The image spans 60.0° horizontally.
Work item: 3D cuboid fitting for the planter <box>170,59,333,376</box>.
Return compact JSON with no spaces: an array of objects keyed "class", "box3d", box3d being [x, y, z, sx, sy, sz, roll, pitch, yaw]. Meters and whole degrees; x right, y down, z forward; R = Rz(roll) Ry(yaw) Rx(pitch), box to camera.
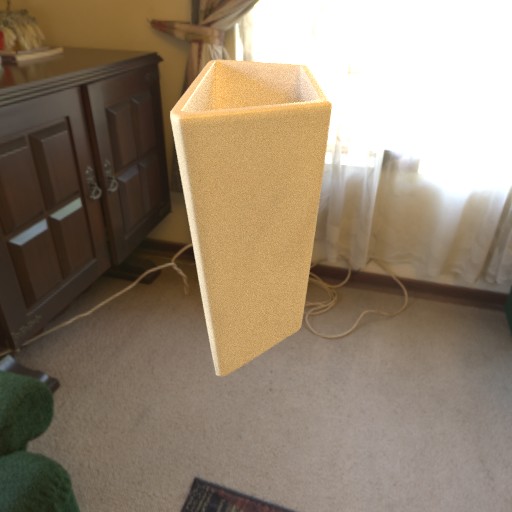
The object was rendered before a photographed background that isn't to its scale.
[{"class":"planter","box3d":[0.000,0.000,0.263,0.060,0.197,0.150,0,31,0]}]
